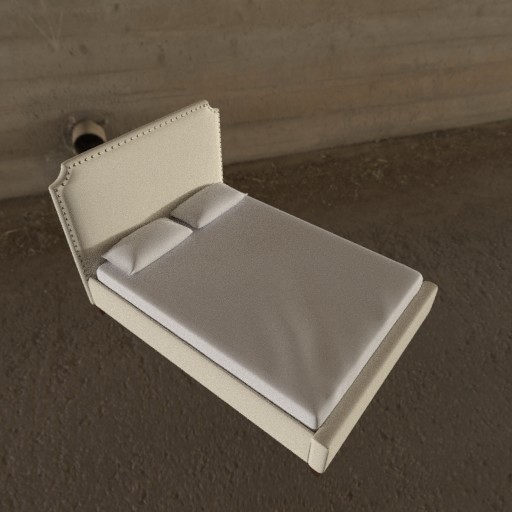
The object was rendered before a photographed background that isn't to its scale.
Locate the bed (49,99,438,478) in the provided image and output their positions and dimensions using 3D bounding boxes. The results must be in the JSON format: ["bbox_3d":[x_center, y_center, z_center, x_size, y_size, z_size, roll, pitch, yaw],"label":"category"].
[{"bbox_3d":[0.000,0.000,3.396,2.372,1.443,1.712,27,48,28],"label":"bed"}]
